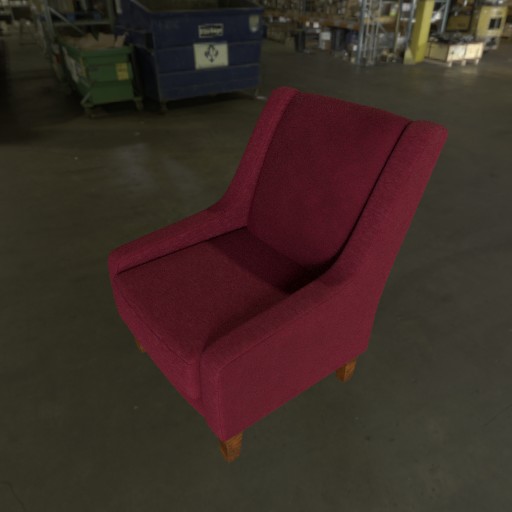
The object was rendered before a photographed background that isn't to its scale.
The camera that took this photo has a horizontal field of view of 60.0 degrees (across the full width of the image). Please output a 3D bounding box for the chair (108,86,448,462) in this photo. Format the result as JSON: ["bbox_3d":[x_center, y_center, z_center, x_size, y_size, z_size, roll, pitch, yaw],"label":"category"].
[{"bbox_3d":[0.000,0.000,1.682,0.985,1.017,0.793,-23,38,-31],"label":"chair"}]
